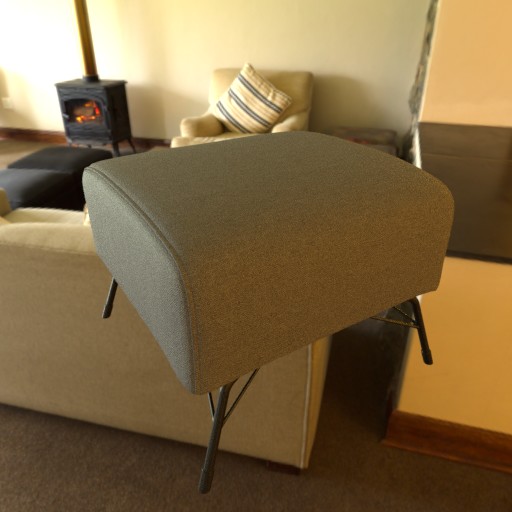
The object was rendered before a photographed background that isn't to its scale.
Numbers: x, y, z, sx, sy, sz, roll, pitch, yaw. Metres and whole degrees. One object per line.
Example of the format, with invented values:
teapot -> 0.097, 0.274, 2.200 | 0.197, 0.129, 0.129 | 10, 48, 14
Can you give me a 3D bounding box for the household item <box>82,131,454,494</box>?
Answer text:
household item -> 0.000, 0.000, 0.878 | 0.530, 0.410, 0.530 | -17, 33, -28
